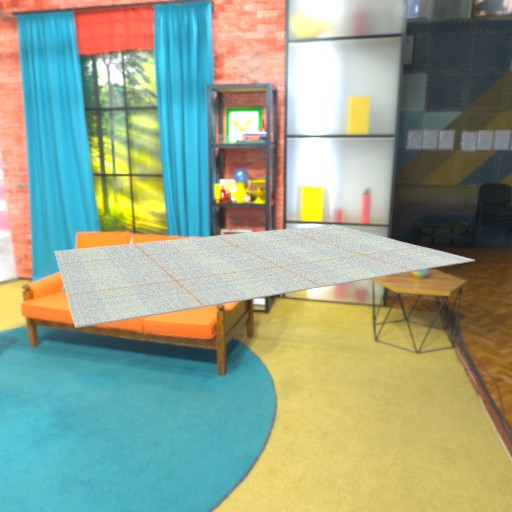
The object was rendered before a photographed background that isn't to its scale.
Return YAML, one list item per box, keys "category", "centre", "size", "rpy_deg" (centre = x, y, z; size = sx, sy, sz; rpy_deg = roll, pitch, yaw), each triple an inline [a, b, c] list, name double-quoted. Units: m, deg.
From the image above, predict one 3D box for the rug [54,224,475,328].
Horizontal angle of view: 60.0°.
- category: "rug"
  centre: [0.000, 0.000, 3.019]
  size: [2.442, 0.016, 1.527]
  rpy_deg: [-7, 15, -26]
